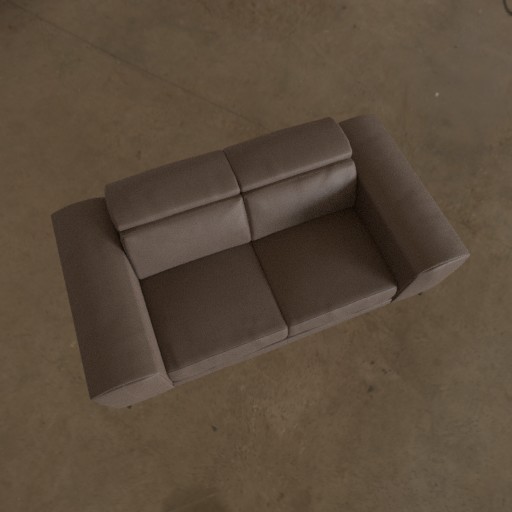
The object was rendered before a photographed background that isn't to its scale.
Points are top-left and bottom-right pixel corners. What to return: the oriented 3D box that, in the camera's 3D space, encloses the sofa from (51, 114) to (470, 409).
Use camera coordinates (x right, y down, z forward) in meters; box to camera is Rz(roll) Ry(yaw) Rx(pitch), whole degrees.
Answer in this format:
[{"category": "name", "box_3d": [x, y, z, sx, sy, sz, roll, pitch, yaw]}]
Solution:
[{"category": "sofa", "box_3d": [0.000, 0.000, 2.410, 1.895, 0.779, 1.003, -19, 65, -9]}]
